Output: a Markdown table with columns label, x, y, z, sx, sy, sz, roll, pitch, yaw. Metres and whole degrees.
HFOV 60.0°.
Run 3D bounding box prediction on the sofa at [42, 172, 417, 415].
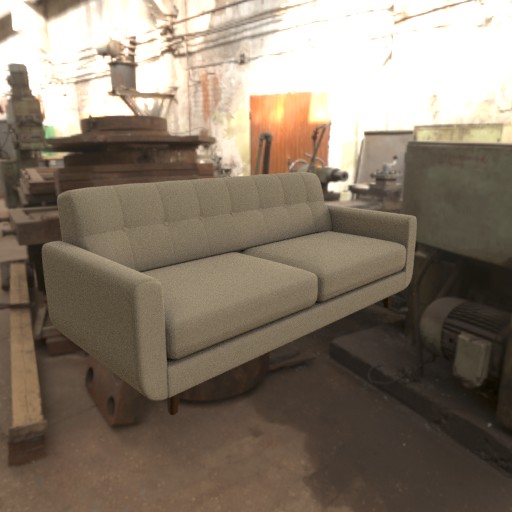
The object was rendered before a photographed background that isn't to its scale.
| label | x | y | z | sx | sy | sz | roll | pitch | yaw |
| --- | --- | --- | --- | --- | --- | --- | --- | --- | --- |
| sofa | 0.000 | 0.000 | 2.645 | 2.137 | 0.892 | 0.980 | -14 | 20 | -43 |
